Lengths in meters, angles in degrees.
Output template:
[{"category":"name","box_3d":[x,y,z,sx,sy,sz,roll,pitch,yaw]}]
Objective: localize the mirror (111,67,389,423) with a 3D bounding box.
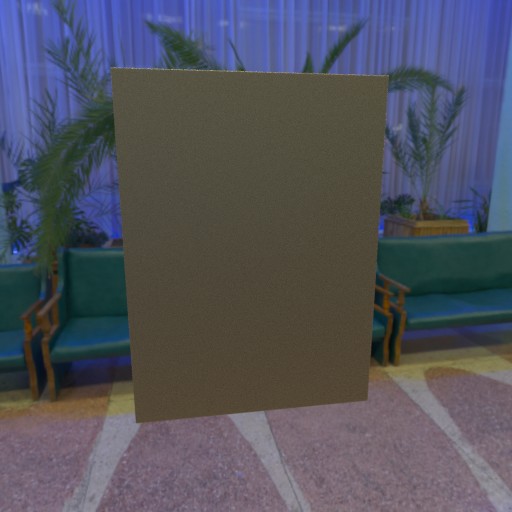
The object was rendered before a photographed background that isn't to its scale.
[{"category":"mirror","box_3d":[0.000,0.000,1.323,0.756,1.023,0.032,-2,14,-10]}]
